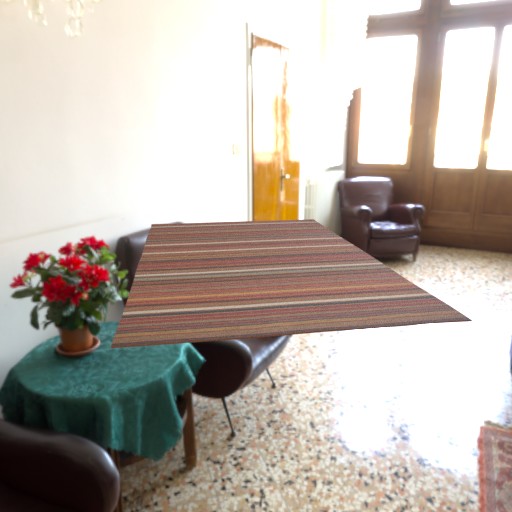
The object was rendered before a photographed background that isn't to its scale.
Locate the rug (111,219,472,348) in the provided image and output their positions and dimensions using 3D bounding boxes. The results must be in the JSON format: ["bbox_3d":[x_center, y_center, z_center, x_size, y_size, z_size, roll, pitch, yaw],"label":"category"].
[{"bbox_3d":[0.000,0.000,2.970,1.523,0.008,2.438,-2,16,-9],"label":"rug"}]
